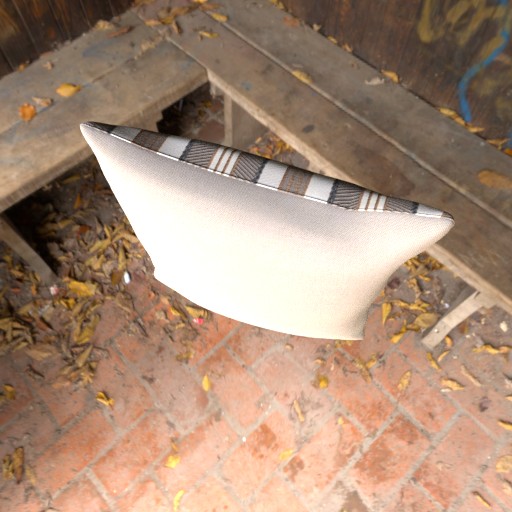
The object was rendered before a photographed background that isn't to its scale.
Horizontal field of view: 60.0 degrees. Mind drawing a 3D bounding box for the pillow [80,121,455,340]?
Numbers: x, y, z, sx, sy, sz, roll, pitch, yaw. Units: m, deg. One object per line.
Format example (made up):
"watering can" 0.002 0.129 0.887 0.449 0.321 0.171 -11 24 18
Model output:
"pillow" 0.000 0.000 0.642 0.416 0.401 0.173 16 64 8
